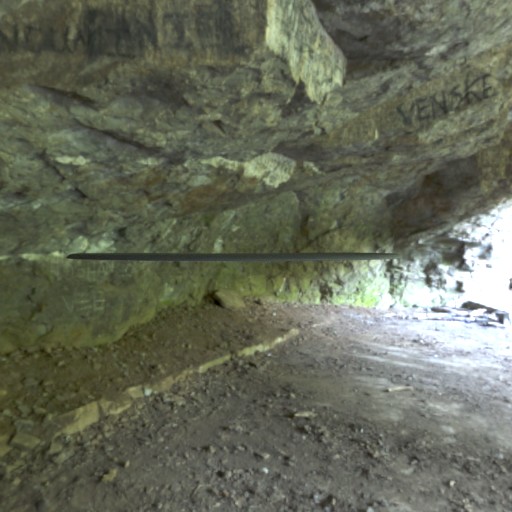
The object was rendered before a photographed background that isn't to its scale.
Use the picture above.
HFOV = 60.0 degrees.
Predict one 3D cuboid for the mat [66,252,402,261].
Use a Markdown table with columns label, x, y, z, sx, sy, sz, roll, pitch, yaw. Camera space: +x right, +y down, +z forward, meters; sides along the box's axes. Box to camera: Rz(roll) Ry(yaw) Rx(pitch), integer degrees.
| label | x | y | z | sx | sy | sz | roll | pitch | yaw |
| --- | --- | --- | --- | --- | --- | --- | --- | --- | --- |
| mat | 0.000 | 0.000 | 1.868 | 1.525 | 0.022 | 0.917 | 0 | 1 | -18 |
